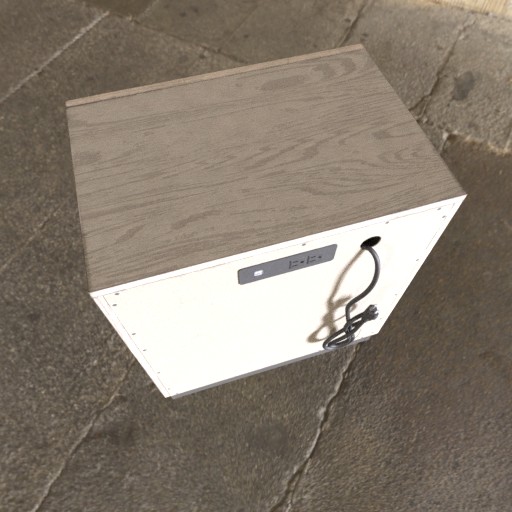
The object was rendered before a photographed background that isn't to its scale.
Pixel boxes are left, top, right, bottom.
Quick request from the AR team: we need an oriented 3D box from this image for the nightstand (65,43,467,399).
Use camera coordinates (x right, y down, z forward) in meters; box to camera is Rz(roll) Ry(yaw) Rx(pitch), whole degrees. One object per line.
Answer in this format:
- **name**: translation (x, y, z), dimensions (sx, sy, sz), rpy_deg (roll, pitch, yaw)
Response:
- **nightstand**: translation (0.000, 0.000, 1.053), dimensions (0.612, 0.673, 0.483), rpy_deg (-15, 60, -9)
